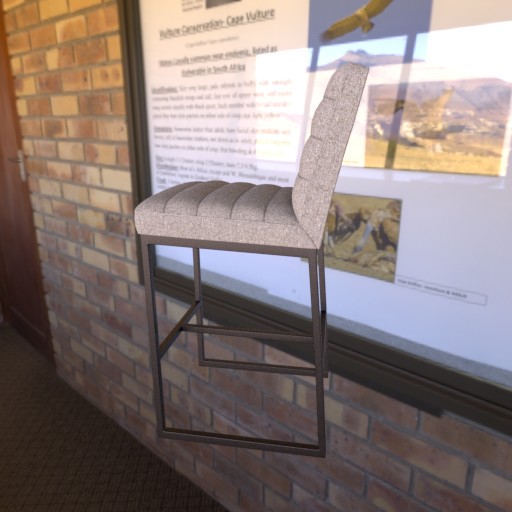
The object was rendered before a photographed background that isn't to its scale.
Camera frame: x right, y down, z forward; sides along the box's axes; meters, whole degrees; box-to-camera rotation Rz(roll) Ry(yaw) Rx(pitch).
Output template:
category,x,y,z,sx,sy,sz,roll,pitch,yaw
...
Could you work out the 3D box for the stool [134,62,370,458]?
category,x,y,z,sx,sy,sz,roll,pitch,yaw
stool,0.000,0.000,1.342,0.571,1.034,0.459,3,17,10
